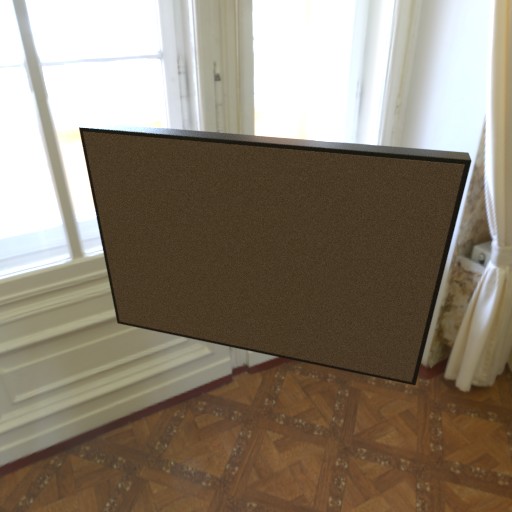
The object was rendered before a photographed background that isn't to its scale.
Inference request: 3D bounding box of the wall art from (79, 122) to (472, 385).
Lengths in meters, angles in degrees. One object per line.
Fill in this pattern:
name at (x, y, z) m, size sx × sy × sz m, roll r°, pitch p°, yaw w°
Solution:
wall art at (0.000, 0.000, 1.208) m, size 0.939 × 0.640 × 0.058 m, roll 9°, pitch 31°, yaw 15°
